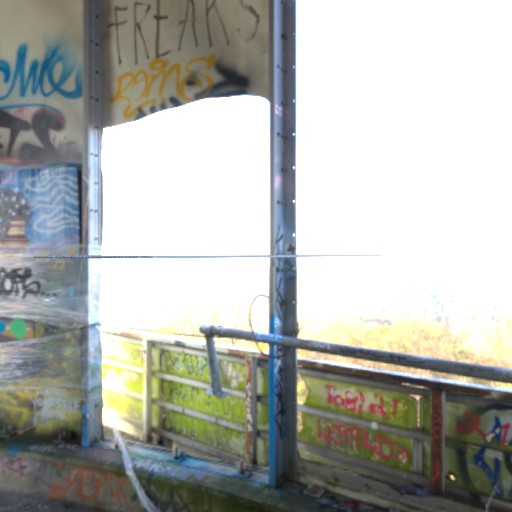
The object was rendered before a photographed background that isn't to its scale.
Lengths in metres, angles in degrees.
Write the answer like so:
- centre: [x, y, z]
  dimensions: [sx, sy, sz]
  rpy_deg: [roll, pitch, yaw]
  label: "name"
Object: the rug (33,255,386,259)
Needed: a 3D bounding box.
- centre: [0.000, 0.000, 2.827]
  dimensions: [0.786, 0.013, 2.480]
  rpy_deg: [0, 0, 37]
  label: "rug"
